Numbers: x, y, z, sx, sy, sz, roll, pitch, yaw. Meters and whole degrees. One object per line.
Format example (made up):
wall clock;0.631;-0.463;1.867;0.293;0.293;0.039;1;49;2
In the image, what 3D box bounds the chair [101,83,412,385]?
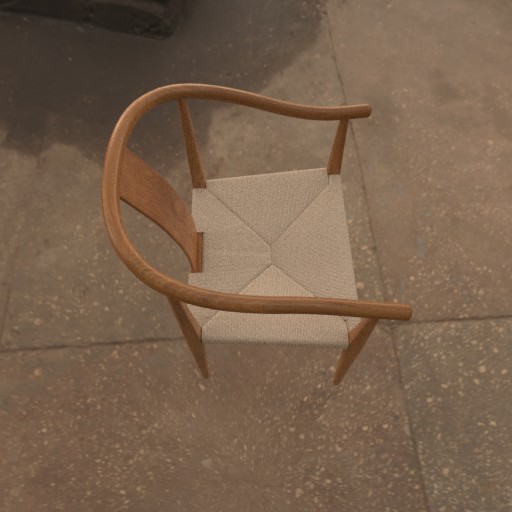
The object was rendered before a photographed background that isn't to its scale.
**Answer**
chair;0.000;0.000;1.190;0.579;0.800;0.556;-1;63;-1
